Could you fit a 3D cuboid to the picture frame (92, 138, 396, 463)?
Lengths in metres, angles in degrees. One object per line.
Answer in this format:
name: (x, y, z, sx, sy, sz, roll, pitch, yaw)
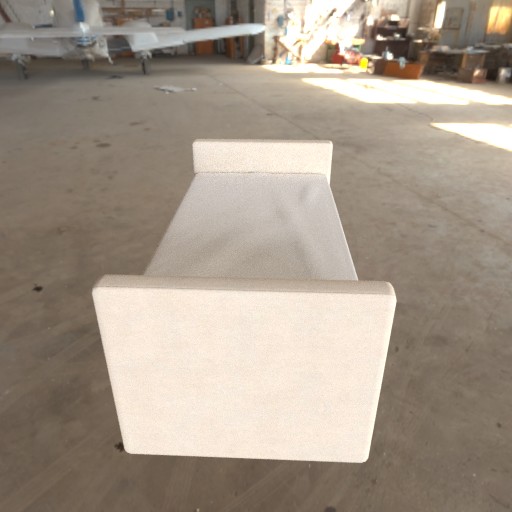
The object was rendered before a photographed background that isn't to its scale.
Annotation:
picture frame: (0.000, 0.000, 2.678, 1.069, 0.891, 2.161, 1, 28, 2)
